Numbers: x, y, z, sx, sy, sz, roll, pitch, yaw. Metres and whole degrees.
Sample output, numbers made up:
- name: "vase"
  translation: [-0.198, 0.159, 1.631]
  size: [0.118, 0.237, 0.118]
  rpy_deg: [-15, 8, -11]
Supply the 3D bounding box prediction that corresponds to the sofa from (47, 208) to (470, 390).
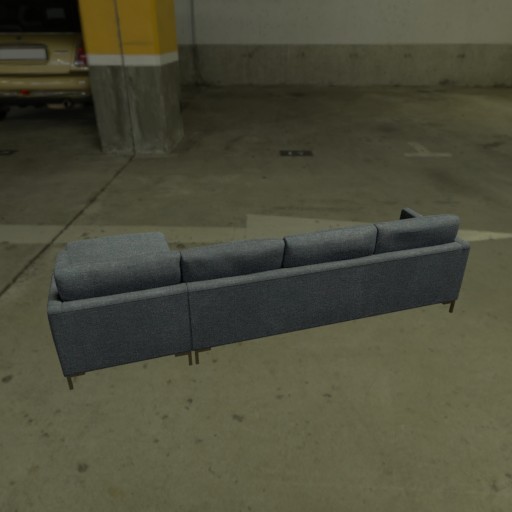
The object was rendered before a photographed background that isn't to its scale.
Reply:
- name: "sofa"
  translation: [0.000, 0.000, 3.505]
  size: [2.932, 0.810, 1.350]
  rpy_deg: [-8, 28, -15]
